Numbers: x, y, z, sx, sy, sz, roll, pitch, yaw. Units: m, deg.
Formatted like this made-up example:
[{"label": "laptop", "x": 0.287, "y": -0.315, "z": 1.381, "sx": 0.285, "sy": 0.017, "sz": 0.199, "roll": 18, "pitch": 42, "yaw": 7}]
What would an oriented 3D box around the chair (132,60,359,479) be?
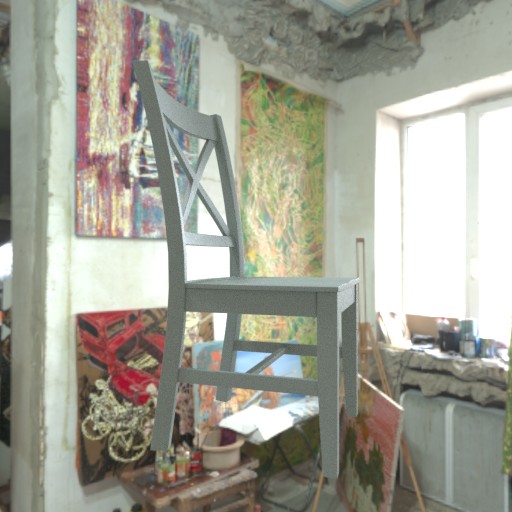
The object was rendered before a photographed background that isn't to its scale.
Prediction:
[{"label": "chair", "x": 0.000, "y": 0.000, "z": 1.263, "sx": 0.542, "sy": 0.983, "sz": 0.485, "roll": 0, "pitch": 0, "yaw": 19}]
